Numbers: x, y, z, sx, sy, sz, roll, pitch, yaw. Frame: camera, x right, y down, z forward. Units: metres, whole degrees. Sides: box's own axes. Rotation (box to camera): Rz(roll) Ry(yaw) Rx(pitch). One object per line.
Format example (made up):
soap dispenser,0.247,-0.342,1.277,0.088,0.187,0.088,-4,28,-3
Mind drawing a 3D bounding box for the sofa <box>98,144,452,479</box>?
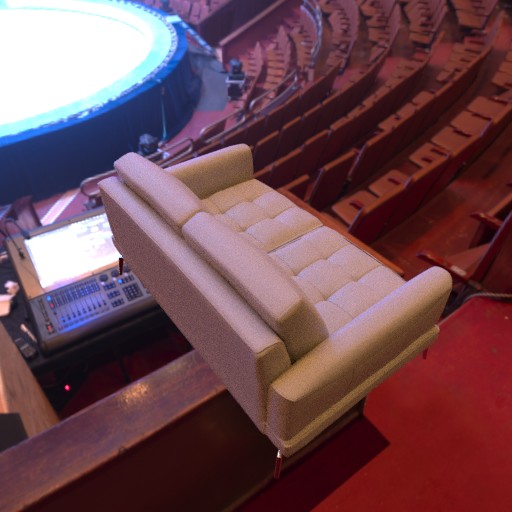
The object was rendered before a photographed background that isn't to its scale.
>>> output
sofa,0.000,0.000,2.496,1.121,0.930,1.819,-27,48,-27
